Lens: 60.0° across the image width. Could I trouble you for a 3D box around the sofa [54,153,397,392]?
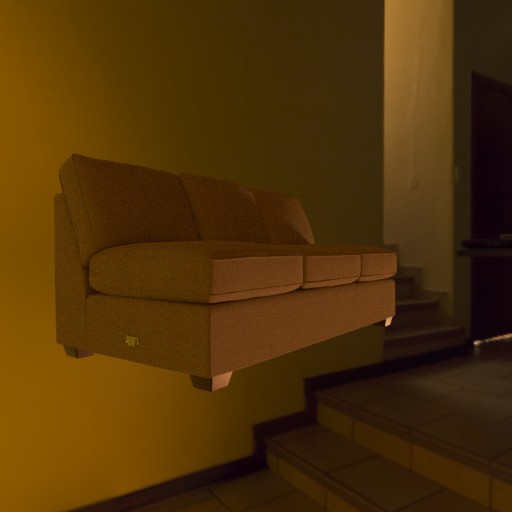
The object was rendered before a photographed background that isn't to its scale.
[{"bbox_3d":[0.000,0.000,2.787,1.127,1.036,2.092,1,1,37],"label":"sofa"}]
